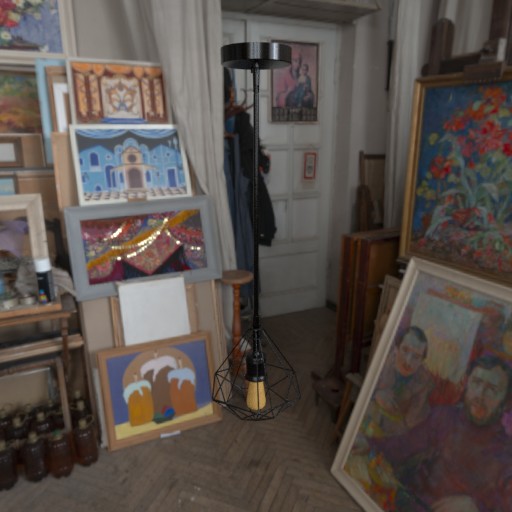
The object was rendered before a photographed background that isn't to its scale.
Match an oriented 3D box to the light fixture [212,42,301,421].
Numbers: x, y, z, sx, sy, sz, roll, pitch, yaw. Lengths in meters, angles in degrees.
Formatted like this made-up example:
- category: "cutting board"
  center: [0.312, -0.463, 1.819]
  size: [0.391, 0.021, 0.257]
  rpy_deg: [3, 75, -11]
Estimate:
- category: "light fixture"
  center: [0.000, 0.000, 2.057]
  size: [0.487, 1.764, 0.431]
  rpy_deg: [8, 17, 26]
